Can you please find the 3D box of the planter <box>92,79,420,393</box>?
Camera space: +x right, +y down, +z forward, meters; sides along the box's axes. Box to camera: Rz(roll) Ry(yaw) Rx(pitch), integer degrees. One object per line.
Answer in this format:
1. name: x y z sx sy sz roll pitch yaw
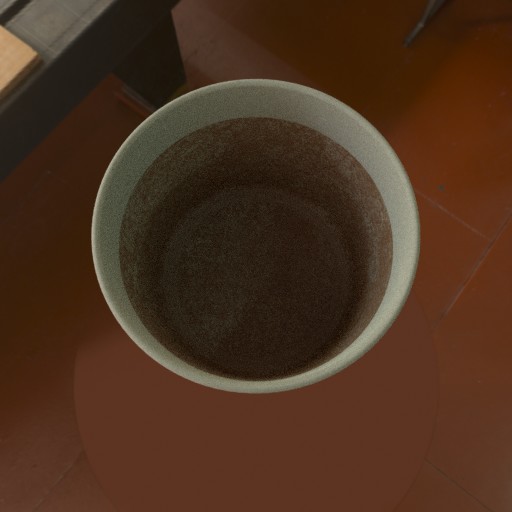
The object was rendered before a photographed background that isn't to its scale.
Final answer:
1. planter: 0.000 0.000 0.279 0.159 0.138 0.159 0 76 0
